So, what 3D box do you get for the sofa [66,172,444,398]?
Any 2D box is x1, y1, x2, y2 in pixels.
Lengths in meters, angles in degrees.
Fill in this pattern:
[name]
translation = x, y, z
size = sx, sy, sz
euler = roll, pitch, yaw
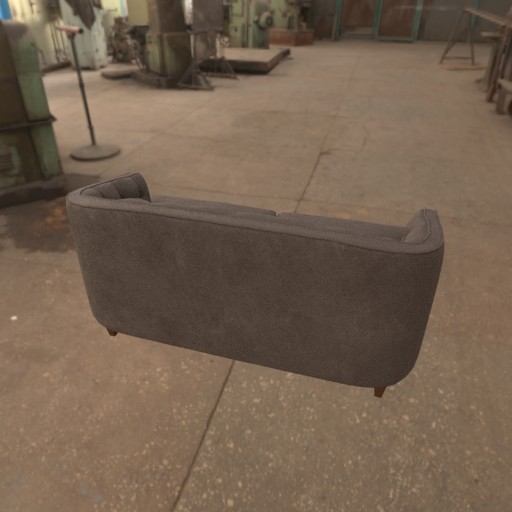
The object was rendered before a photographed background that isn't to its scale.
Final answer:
[sofa]
translation = 0.000, 0.000, 2.320
size = 1.733, 0.855, 0.941
euler = 9, 33, 15
